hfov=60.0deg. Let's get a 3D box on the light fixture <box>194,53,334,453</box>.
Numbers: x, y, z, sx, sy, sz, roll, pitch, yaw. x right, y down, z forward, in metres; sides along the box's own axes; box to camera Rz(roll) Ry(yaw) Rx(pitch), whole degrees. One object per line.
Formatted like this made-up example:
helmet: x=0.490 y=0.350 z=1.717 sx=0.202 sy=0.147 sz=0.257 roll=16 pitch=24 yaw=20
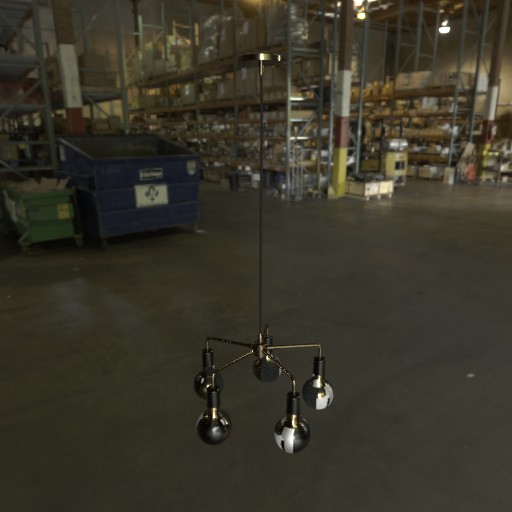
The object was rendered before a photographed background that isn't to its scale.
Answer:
light fixture: x=0.000 y=0.000 z=1.191 sx=0.438 sy=0.988 sz=0.421 roll=15 pitch=21 yaw=42
